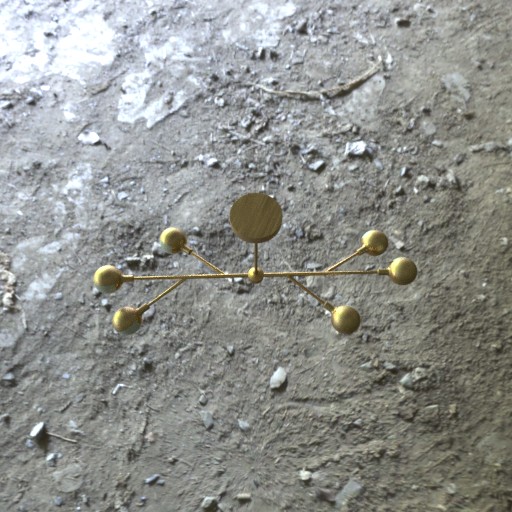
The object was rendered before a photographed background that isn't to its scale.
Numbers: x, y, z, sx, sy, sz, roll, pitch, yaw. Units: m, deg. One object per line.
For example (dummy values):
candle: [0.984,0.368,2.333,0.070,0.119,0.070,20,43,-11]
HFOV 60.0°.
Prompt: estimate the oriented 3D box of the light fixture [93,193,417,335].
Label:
light fixture: [0.000,0.000,1.006,0.778,0.362,0.434,13,65,6]
